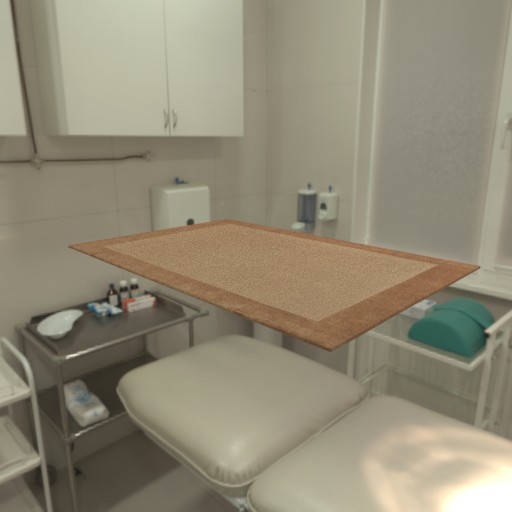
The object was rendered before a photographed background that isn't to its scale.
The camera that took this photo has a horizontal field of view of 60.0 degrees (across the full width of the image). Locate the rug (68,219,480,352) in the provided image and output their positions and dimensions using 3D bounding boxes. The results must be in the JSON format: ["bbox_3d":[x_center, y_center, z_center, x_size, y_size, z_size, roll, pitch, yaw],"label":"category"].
[{"bbox_3d":[0.000,0.000,2.333,1.829,0.014,1.219,14,21,43],"label":"rug"}]
